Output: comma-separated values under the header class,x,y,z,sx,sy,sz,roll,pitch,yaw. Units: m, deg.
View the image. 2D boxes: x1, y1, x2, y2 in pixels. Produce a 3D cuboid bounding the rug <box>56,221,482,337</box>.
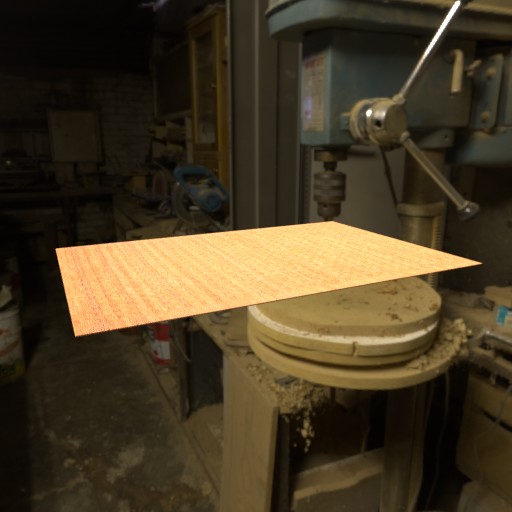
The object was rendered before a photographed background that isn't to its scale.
class,x,y,z,sx,sy,sz,roll,pitch,yaw
rug,0.000,0.000,2.843,2.285,0.006,1.524,-7,17,-25
